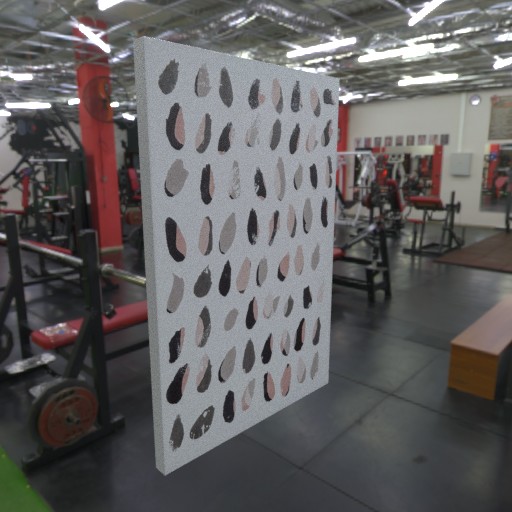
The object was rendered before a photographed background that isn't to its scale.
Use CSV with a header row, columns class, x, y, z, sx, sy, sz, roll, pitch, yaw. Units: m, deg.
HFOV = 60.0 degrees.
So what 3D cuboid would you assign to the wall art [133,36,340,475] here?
class,x,y,z,sx,sy,sz,roll,pitch,yaw
wall art,0.000,0.000,1.123,0.610,0.916,0.037,-12,17,-43
